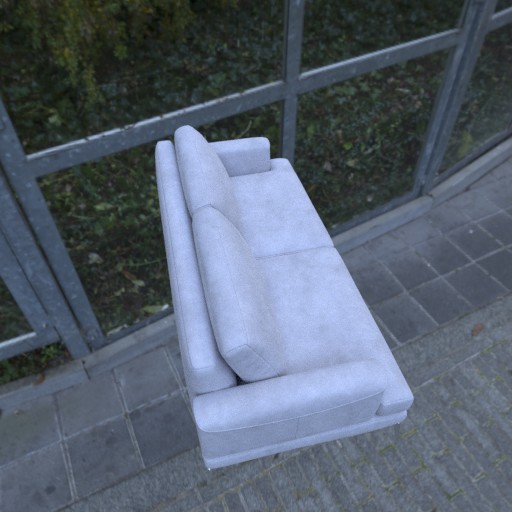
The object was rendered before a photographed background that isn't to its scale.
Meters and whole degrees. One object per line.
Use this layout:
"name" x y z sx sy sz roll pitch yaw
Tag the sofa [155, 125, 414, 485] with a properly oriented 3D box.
"sofa" 0.000 0.000 2.506 0.980 0.830 2.013 -10 45 -10
